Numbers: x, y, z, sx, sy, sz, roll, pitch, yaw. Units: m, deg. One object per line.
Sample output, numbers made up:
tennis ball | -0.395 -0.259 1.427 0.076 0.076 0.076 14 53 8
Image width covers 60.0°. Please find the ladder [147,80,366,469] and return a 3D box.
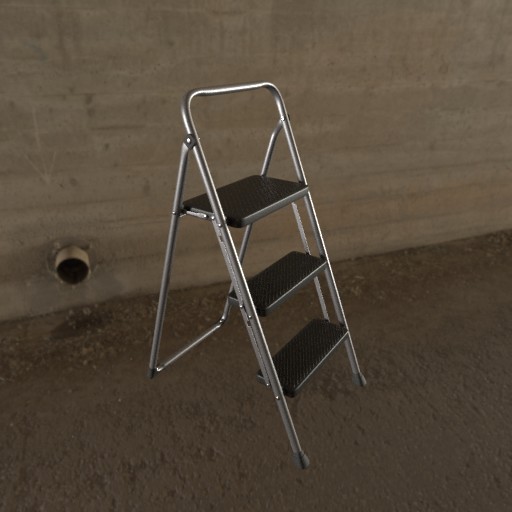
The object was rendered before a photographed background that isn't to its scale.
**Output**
ladder | 0.000 0.000 1.310 0.629 0.945 0.430 17 31 31
